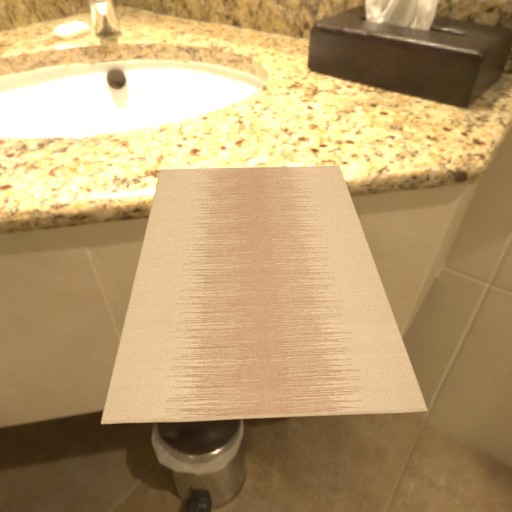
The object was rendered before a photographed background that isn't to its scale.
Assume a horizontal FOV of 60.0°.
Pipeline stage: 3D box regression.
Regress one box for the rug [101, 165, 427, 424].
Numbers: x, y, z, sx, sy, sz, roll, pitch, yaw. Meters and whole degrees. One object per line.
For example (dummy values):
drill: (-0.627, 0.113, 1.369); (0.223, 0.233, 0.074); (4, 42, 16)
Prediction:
rug: (0.000, 0.000, 2.356); (1.234, 0.006, 1.850); (-2, 41, -2)
